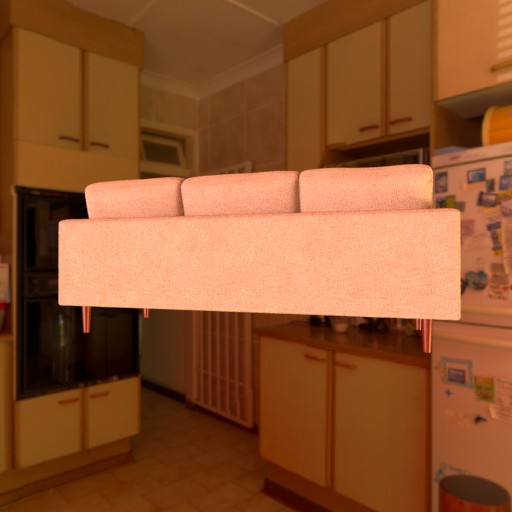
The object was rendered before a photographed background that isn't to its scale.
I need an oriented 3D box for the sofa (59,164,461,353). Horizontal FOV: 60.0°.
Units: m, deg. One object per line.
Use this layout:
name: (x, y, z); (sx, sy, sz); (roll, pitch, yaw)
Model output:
sofa: (0.000, 0.000, 2.764); (2.246, 0.930, 0.903); (0, 0, 17)
